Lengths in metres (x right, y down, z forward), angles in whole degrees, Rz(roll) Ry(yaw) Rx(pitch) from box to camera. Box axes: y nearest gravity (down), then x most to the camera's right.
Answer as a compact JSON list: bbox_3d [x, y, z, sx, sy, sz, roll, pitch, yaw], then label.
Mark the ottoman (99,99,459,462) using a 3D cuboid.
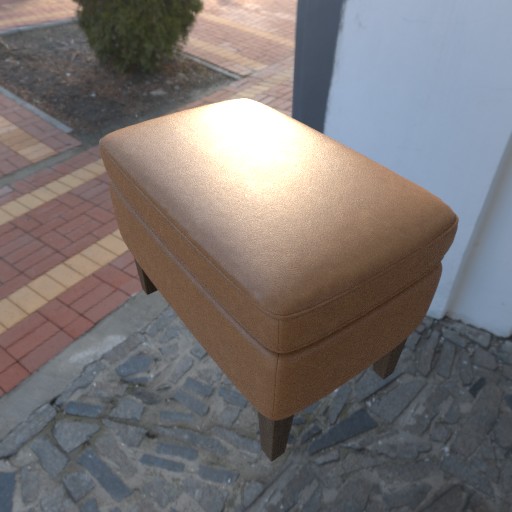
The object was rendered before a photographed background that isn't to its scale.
[{"bbox_3d":[0.000,0.000,0.975,0.420,0.480,0.670,-25,46,-26],"label":"ottoman"}]
